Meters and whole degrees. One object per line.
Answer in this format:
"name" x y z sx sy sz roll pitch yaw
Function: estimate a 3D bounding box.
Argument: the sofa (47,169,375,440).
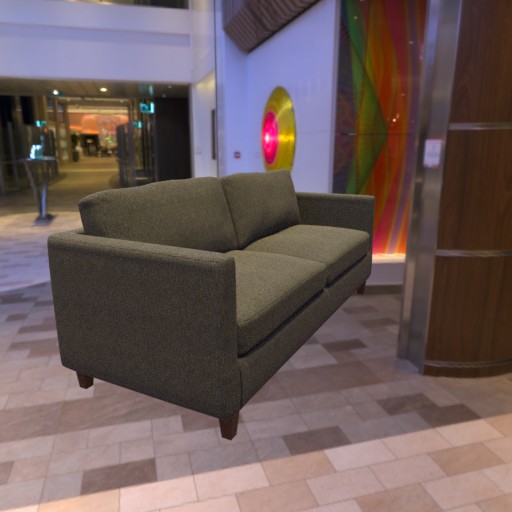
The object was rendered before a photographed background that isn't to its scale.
"sofa" 0.000 0.000 2.711 0.948 0.965 2.208 7 16 27
